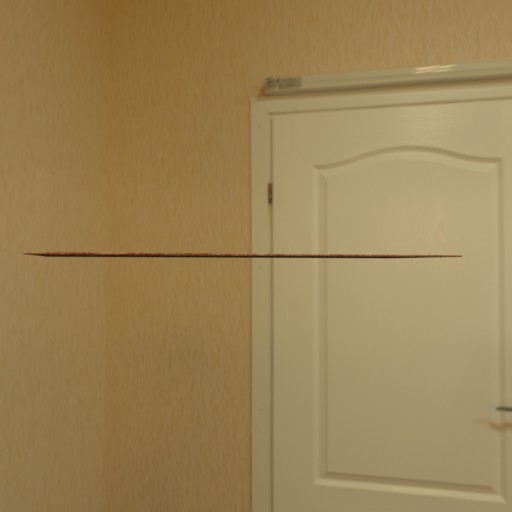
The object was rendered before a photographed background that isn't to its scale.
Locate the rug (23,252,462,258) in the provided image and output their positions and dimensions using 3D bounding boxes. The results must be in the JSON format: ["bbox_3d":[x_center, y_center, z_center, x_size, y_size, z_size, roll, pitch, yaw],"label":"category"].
[{"bbox_3d":[0.000,0.000,2.711,2.435,0.011,0.750,0,-1,-18],"label":"rug"}]
